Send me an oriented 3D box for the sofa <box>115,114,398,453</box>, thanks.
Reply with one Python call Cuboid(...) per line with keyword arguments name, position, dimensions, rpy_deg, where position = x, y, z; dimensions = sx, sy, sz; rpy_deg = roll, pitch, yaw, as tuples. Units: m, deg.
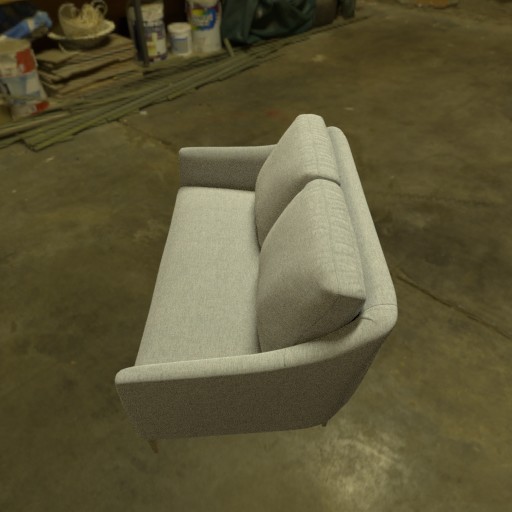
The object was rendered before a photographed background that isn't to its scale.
Cuboid(name="sofa", position=(0.000, 0.000, 2.150), dimensions=(0.960, 0.904, 1.619), rpy_deg=(0, 41, 0))
